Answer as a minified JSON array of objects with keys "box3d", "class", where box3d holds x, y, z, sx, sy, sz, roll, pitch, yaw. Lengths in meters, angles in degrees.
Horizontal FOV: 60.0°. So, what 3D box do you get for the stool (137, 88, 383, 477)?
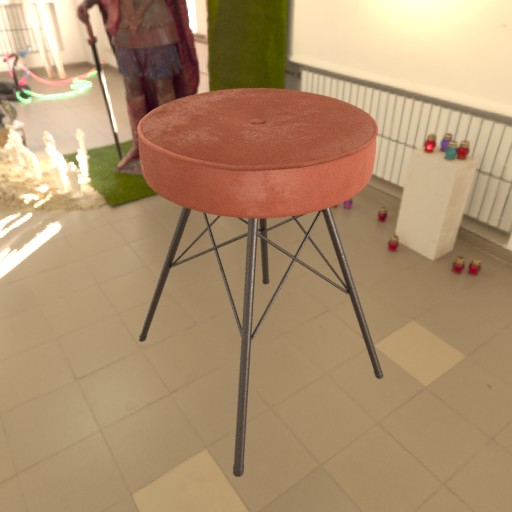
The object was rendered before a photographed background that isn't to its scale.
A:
[{"box3d":[0.000,0.000,0.919,0.421,0.593,0.457,-22,40,-29],"class":"stool"}]
